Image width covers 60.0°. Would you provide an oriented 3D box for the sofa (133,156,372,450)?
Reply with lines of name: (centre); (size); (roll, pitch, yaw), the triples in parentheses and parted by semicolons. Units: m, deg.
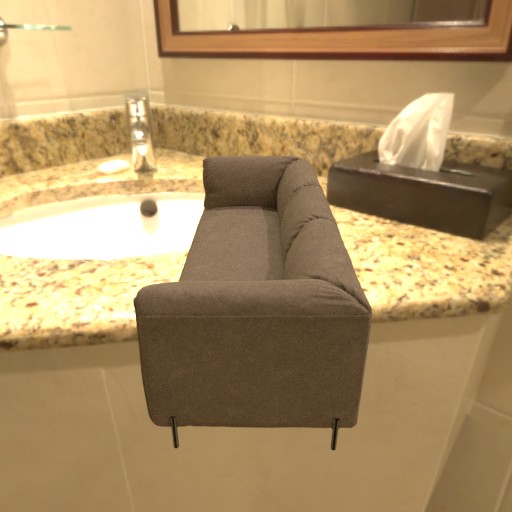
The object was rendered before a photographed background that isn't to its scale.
sofa: (0.000, 0.000, 2.709); (0.899, 0.758, 2.238); (0, 25, 0)
